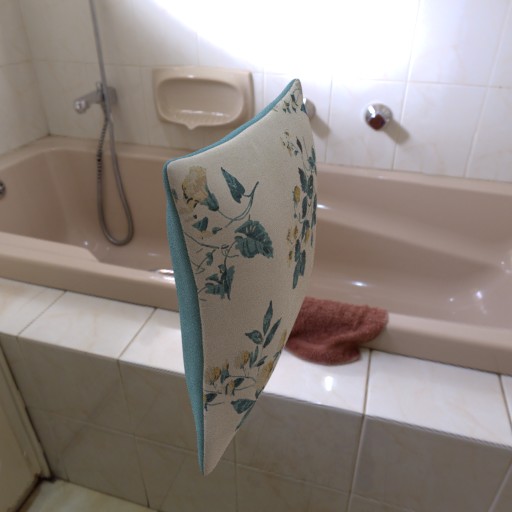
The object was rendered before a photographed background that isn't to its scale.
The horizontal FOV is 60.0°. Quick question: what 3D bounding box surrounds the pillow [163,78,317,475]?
[{"bbox_3d":[0.000,0.000,0.777,0.166,0.507,0.526,10,32,16],"label":"pillow"}]
